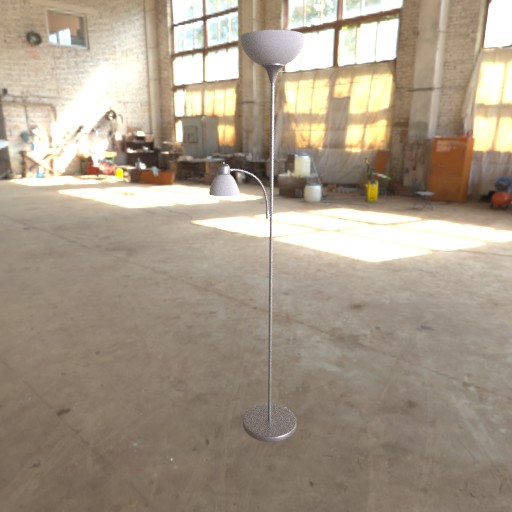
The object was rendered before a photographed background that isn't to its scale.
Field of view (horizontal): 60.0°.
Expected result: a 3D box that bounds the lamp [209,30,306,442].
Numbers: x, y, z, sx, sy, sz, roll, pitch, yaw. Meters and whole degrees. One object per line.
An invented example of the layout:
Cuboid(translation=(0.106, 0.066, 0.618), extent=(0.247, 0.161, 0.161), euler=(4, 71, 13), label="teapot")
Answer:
Cuboid(translation=(0.000, 0.000, 1.989), extent=(0.425, 1.804, 0.279), euler=(-8, 17, -26), label="lamp")
